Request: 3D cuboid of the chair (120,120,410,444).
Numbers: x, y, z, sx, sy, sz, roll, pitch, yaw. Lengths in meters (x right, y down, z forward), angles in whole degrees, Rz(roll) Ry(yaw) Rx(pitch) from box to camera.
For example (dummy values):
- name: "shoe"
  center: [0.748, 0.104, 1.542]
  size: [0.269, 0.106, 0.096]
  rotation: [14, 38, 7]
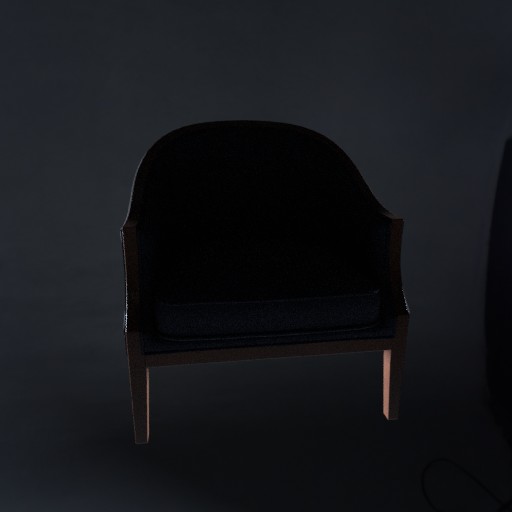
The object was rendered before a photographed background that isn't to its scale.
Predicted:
- name: "chair"
  center: [0.000, 0.000, 1.483]
  size: [0.803, 0.876, 0.735]
  rotation: [-2, 17, -8]
